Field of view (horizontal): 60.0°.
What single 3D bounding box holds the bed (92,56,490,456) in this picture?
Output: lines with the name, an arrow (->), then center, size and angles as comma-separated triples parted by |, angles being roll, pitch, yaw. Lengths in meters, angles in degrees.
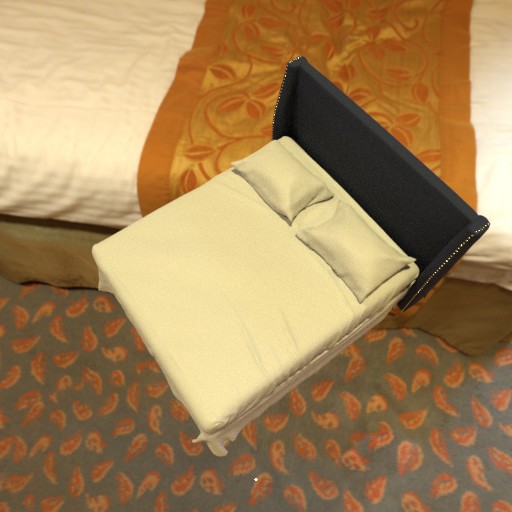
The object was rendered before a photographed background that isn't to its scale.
bed -> 0.000, 0.000, 3.374 | 2.276, 1.332, 1.925 | -33, 68, -15
